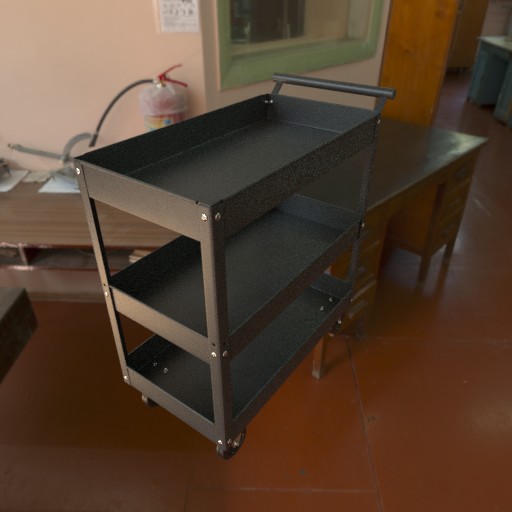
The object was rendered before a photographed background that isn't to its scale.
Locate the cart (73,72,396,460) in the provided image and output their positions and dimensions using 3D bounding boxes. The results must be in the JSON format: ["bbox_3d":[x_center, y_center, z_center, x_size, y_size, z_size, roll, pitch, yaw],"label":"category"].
[{"bbox_3d":[0.000,0.000,1.184,0.366,0.780,0.719,21,39,30],"label":"cart"}]
